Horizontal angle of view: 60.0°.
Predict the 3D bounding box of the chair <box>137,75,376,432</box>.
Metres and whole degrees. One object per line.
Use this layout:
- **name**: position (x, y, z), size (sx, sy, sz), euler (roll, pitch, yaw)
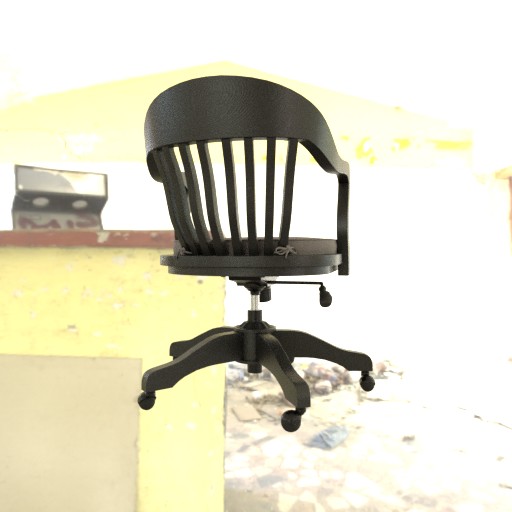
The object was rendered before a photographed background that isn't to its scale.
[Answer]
- **chair**: position (0.000, 0.000, 1.454), size (0.750, 0.878, 0.788), euler (0, 0, 17)
